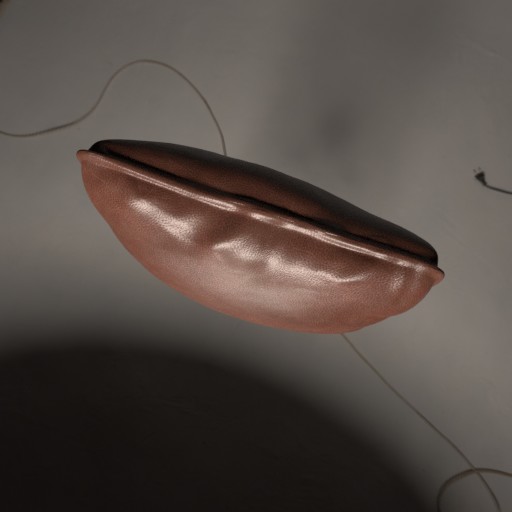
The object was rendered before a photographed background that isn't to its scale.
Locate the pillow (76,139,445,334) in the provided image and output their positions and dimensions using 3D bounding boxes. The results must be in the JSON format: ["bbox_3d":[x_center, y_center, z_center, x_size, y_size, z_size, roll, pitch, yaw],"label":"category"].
[{"bbox_3d":[0.000,0.000,0.819,0.532,0.523,0.236,19,78,4],"label":"pillow"}]
